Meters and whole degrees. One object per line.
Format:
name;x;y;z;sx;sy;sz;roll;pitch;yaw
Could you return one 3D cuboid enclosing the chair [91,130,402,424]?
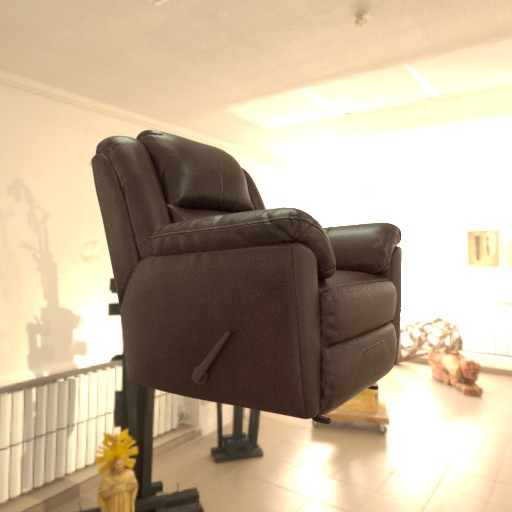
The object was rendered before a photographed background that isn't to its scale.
chair;0.000;0.000;1.880;1.041;1.093;0.990;0;1;35
